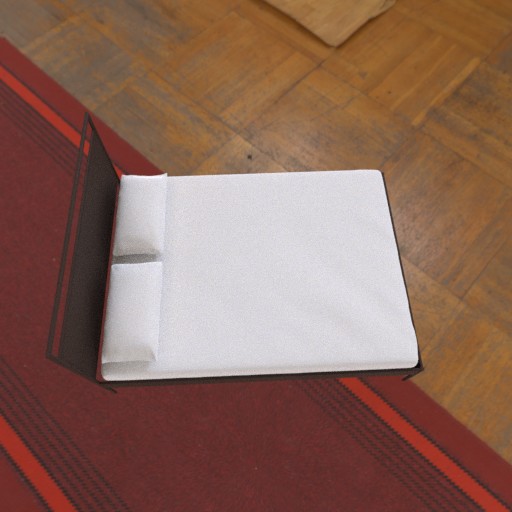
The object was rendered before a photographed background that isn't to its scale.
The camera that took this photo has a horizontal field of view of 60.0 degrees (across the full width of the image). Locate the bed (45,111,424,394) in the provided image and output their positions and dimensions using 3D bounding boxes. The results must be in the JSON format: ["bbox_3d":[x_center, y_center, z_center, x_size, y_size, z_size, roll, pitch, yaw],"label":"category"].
[{"bbox_3d":[0.000,0.000,3.035,2.122,1.173,1.572,-2,64,-1],"label":"bed"}]
